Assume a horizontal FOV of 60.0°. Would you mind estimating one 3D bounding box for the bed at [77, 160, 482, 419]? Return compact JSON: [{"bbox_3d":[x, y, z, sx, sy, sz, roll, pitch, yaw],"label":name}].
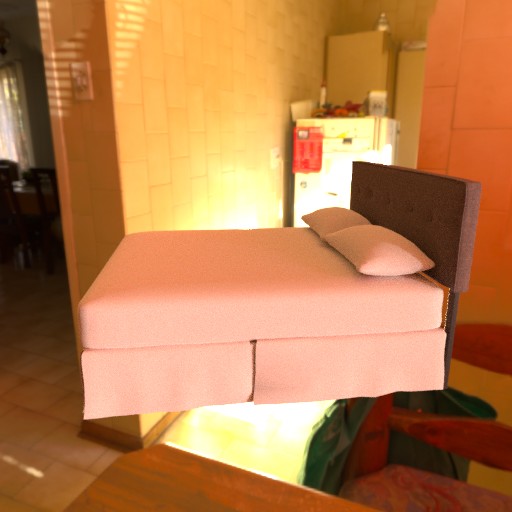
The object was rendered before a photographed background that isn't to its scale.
[{"bbox_3d":[0.000,0.000,2.798,1.894,1.089,1.610,-2,16,-7],"label":"bed"}]
